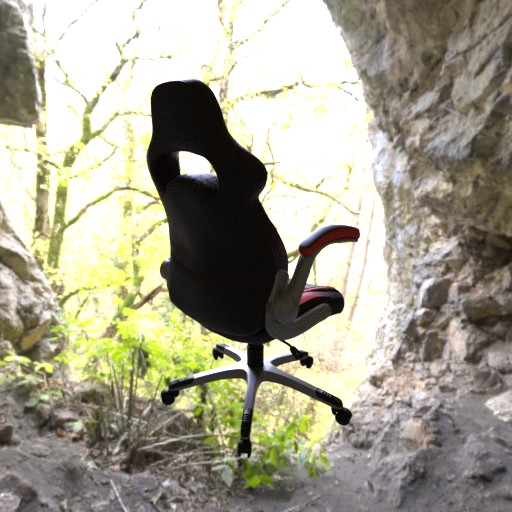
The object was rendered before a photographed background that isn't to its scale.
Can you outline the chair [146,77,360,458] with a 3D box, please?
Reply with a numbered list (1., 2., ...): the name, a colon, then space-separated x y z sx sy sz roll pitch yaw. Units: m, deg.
1. chair: 0.000 0.000 1.627 0.758 1.165 0.712 14 20 42
